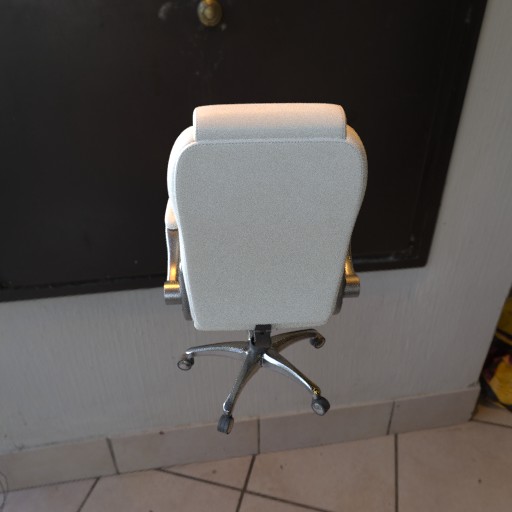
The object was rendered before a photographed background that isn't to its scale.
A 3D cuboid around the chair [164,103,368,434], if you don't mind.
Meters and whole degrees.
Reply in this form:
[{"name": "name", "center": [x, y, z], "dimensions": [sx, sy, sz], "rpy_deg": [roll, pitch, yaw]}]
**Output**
[{"name": "chair", "center": [0.000, 0.000, 1.791], "dimensions": [0.755, 1.330, 0.806], "rpy_deg": [-2, 31, -3]}]
